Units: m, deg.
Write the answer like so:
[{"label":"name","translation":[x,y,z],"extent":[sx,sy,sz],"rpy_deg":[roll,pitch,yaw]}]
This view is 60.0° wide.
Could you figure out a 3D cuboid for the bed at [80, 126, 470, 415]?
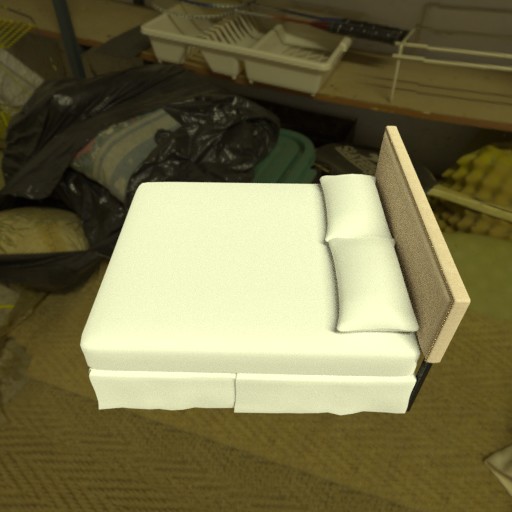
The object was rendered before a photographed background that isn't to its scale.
[{"label":"bed","translation":[0.000,0.000,2.827],"extent":[1.876,1.016,1.616],"rpy_deg":[1,44,1]}]
